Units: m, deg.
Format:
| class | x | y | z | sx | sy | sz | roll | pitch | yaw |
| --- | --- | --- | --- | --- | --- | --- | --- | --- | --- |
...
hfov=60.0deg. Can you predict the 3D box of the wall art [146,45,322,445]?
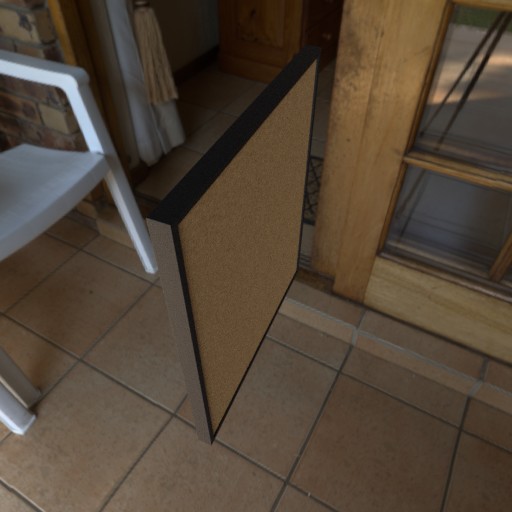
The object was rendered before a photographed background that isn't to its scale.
| class | x | y | z | sx | sy | sz | roll | pitch | yaw |
| --- | --- | --- | --- | --- | --- | --- | --- | --- | --- |
| wall art | 0.000 | 0.000 | 0.541 | 0.019 | 0.381 | 0.330 | 17 | 49 | 16 |
